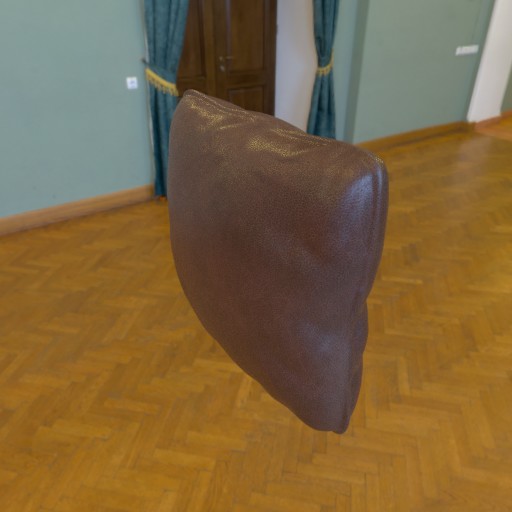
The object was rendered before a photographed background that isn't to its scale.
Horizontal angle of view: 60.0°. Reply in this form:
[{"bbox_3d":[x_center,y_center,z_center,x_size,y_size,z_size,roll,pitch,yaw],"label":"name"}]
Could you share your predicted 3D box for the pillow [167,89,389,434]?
[{"bbox_3d":[0.000,0.000,0.829,0.236,0.523,0.532,-20,37,-29],"label":"pillow"}]
